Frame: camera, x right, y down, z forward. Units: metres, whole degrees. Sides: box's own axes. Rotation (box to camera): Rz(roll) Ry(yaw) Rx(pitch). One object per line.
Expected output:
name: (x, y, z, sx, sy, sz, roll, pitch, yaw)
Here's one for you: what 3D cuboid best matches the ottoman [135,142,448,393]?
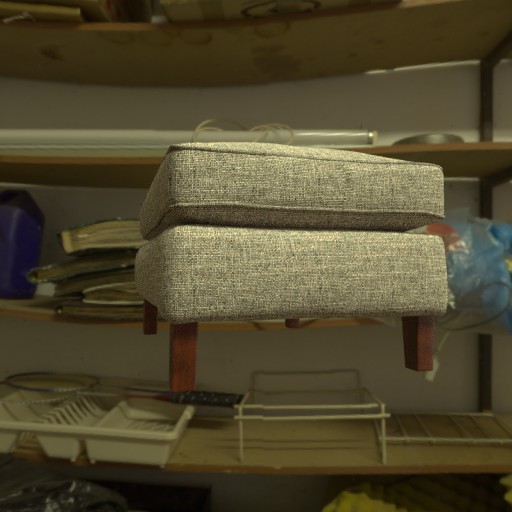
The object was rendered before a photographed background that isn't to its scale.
ottoman: (0.000, 0.000, 0.990, 0.508, 0.406, 0.686, 0, -2, -18)
